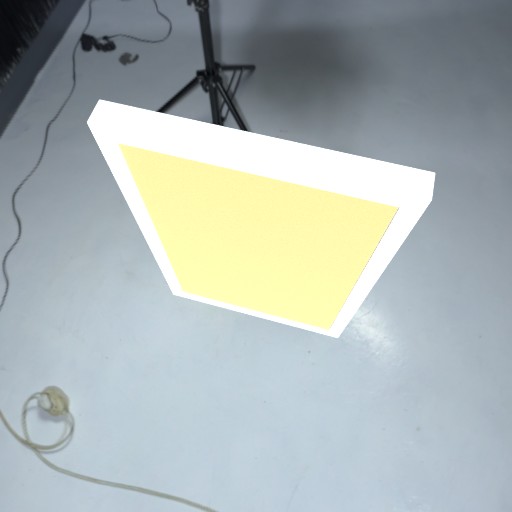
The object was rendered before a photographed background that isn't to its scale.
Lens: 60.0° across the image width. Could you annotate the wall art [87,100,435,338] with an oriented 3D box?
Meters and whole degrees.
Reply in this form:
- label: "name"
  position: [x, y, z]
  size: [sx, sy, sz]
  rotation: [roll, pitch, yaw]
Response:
- label: "wall art"
  position: [0.000, 0.000, 0.792]
  size: [0.408, 0.611, 0.038]
  rotation: [14, 66, 6]
